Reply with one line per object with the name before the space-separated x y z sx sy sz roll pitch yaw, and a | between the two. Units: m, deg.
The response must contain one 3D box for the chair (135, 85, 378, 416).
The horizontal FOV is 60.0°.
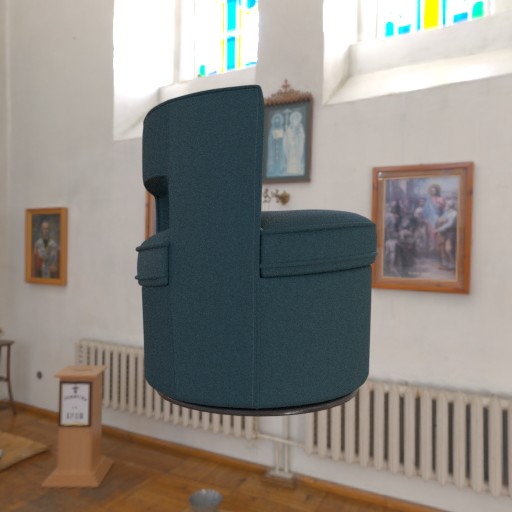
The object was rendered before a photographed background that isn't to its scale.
chair | 0.000 0.000 1.250 0.660 0.711 0.684 0 -2 -18
